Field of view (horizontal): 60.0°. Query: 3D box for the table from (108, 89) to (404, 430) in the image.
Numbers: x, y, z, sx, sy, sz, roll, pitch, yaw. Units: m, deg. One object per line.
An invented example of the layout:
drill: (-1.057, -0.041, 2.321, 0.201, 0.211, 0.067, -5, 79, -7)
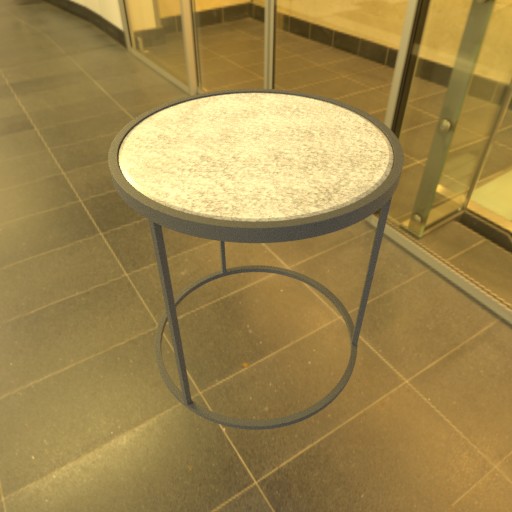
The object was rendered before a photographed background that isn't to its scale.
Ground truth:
table: (0.000, 0.000, 0.888, 0.470, 0.498, 0.470, 0, 41, 0)
